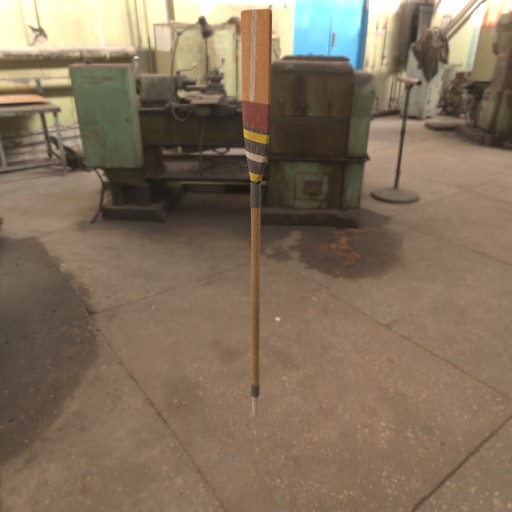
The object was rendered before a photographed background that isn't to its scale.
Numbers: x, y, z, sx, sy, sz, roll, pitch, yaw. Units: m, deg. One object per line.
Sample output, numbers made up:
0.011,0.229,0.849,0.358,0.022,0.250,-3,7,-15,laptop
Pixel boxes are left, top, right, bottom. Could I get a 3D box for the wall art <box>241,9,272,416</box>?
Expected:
0.000,0.000,1.598,0.038,1.556,0.146,-17,31,-30,wall art
